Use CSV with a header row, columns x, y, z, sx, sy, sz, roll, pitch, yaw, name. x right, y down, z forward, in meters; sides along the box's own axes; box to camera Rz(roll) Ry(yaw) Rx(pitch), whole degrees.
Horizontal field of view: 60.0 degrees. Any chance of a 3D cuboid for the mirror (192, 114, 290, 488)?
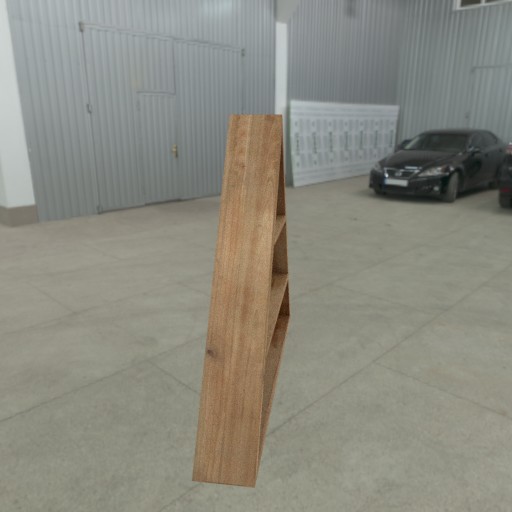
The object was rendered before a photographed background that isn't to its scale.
x,y,z,sx,sy,sz,roll,pitch,yaw,name
0.000,0.000,0.901,0.100,0.548,0.631,3,17,9,mirror
